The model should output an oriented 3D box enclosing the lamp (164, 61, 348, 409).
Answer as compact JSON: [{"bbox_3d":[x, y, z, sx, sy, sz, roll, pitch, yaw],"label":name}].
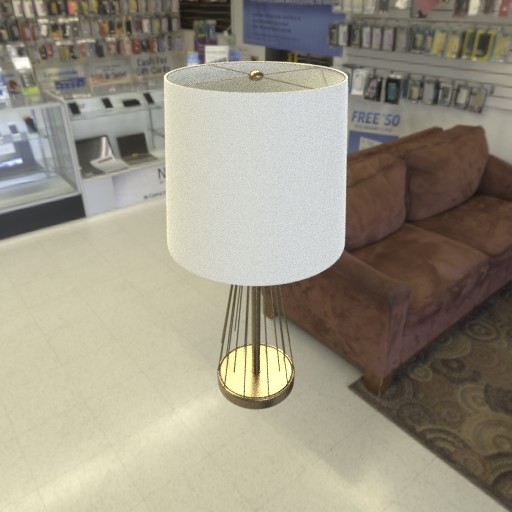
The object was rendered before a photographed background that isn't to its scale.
[{"bbox_3d":[0.000,0.000,0.790,0.303,0.618,0.303,0,31,0],"label":"lamp"}]
